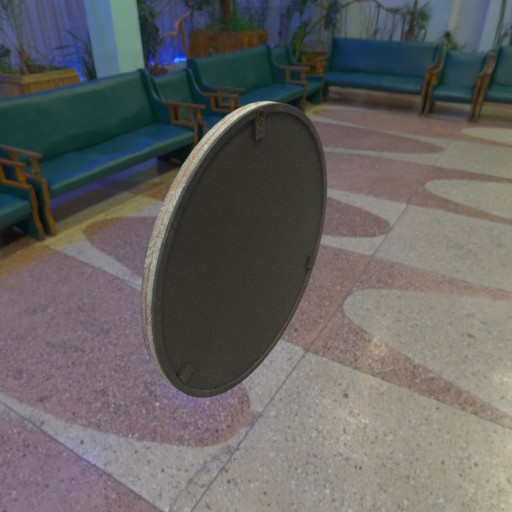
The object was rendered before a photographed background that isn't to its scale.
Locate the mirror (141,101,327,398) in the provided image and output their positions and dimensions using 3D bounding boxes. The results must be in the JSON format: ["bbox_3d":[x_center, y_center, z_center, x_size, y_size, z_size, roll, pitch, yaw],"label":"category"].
[{"bbox_3d":[0.000,0.000,1.077,0.038,0.710,0.710,19,36,28],"label":"mirror"}]
